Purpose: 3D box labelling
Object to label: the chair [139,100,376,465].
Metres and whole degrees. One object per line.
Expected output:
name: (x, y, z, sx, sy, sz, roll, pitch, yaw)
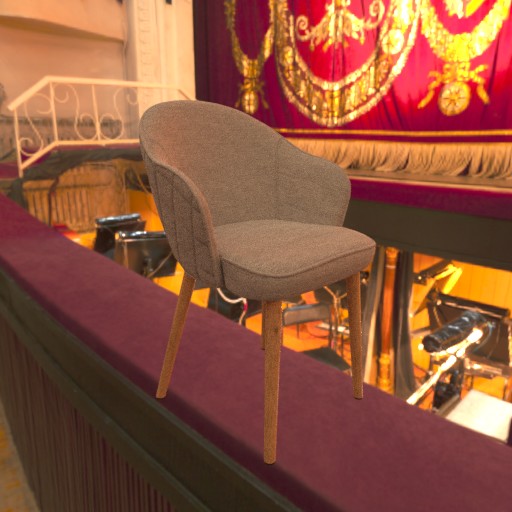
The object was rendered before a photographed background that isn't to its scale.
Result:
chair: (0.000, 0.000, 1.163, 0.540, 0.800, 0.530, -14, 21, -43)
